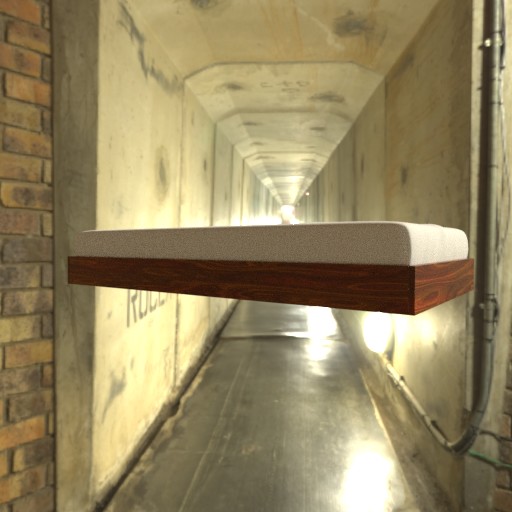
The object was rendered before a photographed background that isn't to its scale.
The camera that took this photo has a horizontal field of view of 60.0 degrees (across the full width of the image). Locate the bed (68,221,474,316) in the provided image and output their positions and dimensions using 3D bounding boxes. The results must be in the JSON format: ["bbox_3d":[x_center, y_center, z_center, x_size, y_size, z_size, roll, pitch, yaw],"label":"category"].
[{"bbox_3d":[0.000,0.000,2.256,1.860,0.312,0.940,1,2,36],"label":"bed"}]
